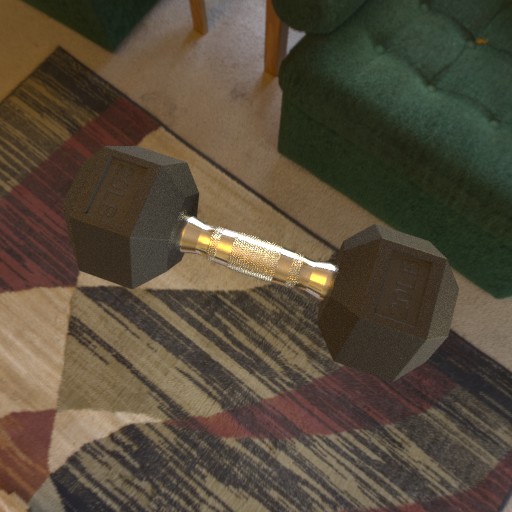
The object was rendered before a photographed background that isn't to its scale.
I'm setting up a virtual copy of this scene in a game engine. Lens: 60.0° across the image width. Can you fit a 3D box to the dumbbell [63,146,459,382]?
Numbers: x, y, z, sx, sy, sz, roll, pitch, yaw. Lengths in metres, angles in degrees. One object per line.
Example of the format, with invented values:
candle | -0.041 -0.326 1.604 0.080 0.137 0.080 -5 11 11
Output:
dumbbell | 0.000 0.000 0.356 0.297 0.101 0.116 19 76 5
